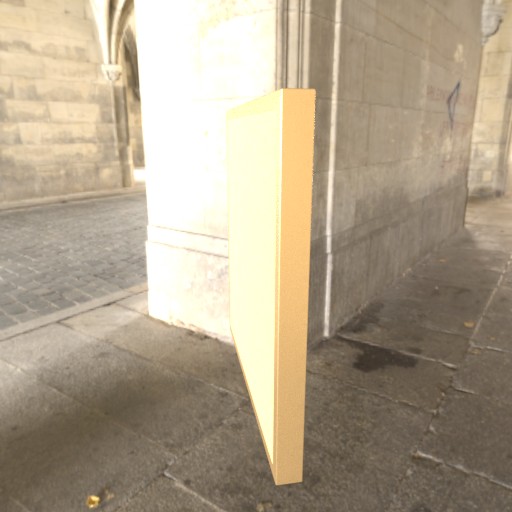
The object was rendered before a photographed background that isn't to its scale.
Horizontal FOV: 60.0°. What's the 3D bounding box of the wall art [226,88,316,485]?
[{"bbox_3d":[0.000,0.000,0.468,0.023,0.305,0.305,-3,16,-10],"label":"wall art"}]
